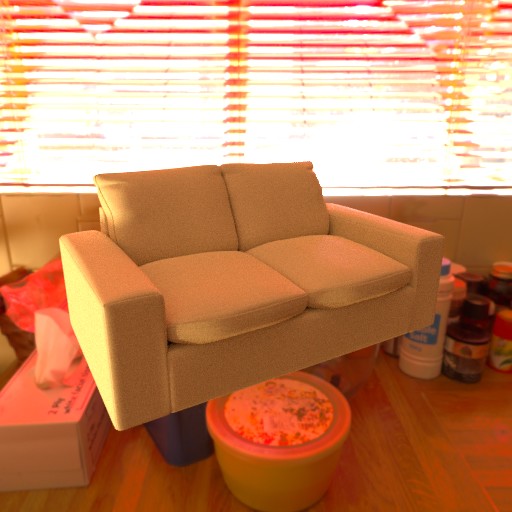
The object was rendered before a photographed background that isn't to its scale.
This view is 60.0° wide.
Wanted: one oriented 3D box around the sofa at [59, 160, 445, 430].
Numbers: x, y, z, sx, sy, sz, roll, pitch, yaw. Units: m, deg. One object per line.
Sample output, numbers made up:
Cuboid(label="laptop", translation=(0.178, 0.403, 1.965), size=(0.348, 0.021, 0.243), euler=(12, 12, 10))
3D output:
Cuboid(label="sofa", translation=(0.000, 0.000, 2.318), size=(1.754, 0.875, 1.091), euler=(-10, 20, -29))
